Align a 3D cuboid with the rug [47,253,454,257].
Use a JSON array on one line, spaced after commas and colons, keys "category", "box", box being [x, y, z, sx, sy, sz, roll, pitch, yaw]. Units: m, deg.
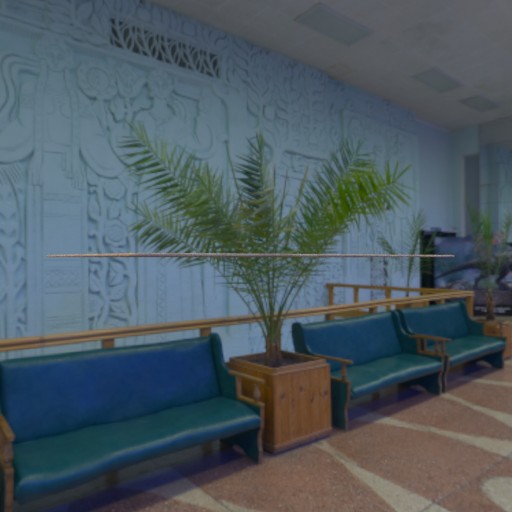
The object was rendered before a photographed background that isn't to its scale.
[{"category": "rug", "box": [0.000, 0.000, 3.093, 2.390, 0.015, 1.609, 0, 0, -37]}]
